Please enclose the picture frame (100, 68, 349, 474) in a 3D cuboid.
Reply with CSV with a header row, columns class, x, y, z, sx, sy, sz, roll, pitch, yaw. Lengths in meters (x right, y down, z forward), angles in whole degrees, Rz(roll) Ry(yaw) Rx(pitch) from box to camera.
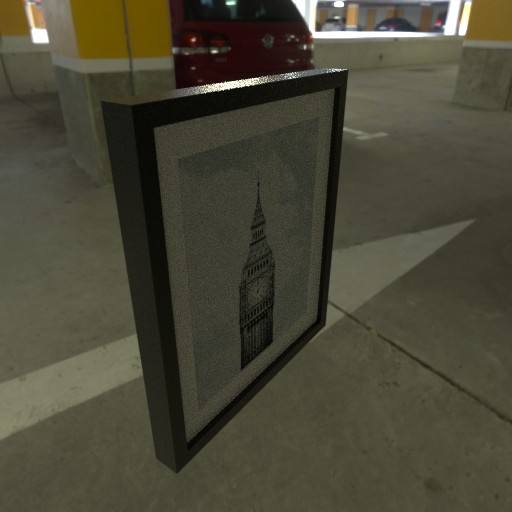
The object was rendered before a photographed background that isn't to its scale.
class,x,y,z,sx,sy,sz,roll,pitch,yaw
picture frame,0.000,0.000,0.512,0.034,0.378,0.328,19,33,32
